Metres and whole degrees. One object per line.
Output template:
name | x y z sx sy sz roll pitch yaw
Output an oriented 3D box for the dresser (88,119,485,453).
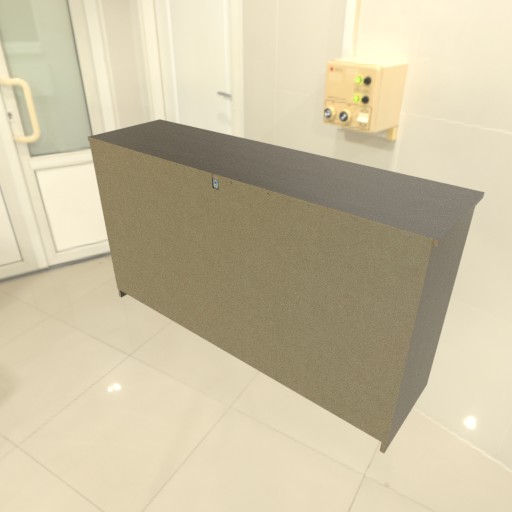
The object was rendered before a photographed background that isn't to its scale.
dresser | 0.000 0.000 1.676 1.360 0.755 0.401 22 37 33
